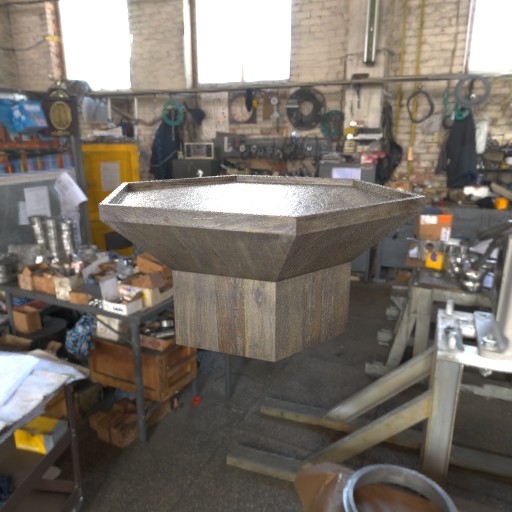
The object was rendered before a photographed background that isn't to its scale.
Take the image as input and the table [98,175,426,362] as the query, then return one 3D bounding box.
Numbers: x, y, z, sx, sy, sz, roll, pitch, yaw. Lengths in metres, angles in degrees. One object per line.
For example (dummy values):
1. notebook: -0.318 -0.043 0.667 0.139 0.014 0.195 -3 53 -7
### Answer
1. table: 0.000 0.000 1.615 0.966 0.488 1.115 -3 16 -9
